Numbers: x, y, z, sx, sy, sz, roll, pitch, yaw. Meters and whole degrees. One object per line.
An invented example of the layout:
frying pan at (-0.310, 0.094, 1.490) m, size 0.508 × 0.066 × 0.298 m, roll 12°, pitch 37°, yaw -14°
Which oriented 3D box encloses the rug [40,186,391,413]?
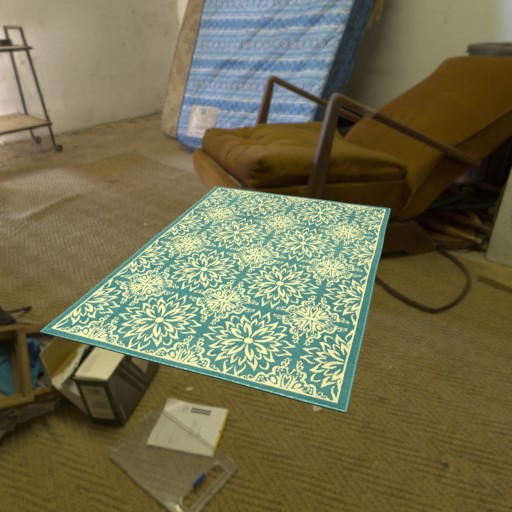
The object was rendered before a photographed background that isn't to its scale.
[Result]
rug at (0.000, 0.000, 2.926) m, size 1.554 × 0.012 × 2.205 m, roll 10°, pitch 31°, yaw 17°
